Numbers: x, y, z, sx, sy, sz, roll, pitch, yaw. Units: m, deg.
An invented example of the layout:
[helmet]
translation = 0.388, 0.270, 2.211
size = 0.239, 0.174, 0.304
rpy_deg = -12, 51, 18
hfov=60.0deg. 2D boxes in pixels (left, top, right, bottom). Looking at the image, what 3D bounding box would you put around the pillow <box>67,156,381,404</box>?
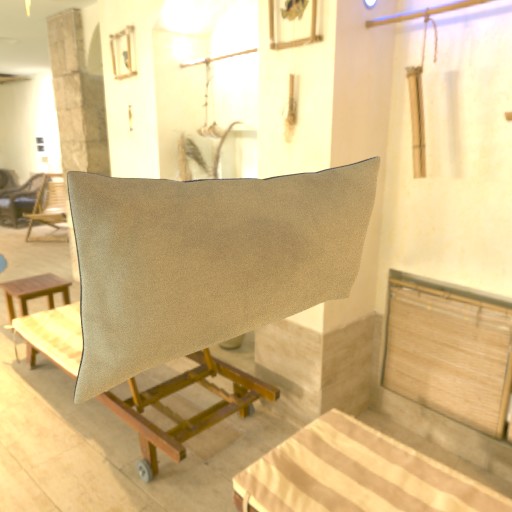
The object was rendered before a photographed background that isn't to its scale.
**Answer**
[pillow]
translation = 0.000, 0.000, 0.728
size = 0.608, 0.305, 0.156
rpy_deg = -13, 20, -41
